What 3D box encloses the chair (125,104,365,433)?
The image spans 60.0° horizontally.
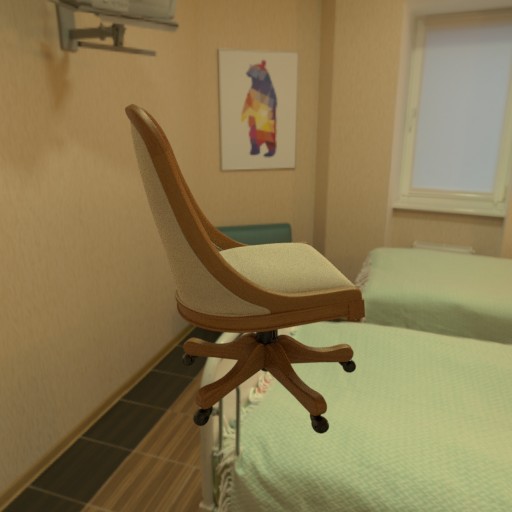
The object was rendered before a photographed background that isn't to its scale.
[{"bbox_3d":[0.000,0.000,1.568,0.811,1.009,0.702,-3,17,-10],"label":"chair"}]
